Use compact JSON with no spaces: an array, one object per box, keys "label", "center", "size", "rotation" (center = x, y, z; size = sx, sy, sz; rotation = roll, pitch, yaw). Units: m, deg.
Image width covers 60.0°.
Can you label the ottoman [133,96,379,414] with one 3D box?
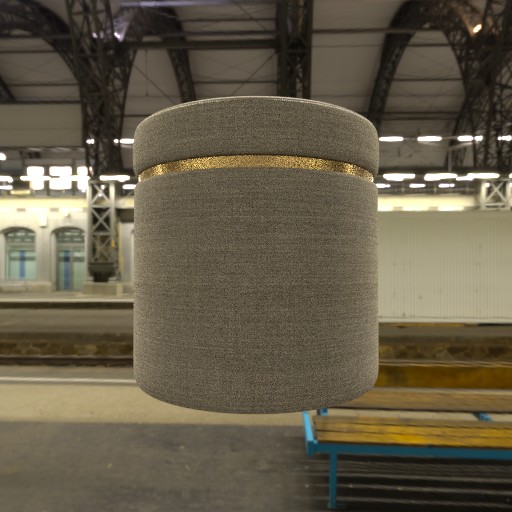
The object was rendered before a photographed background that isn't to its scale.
[{"label":"ottoman","center":[0.000,0.000,0.746],"size":[0.400,0.406,0.400],"rotation":[0,-1,0]}]
